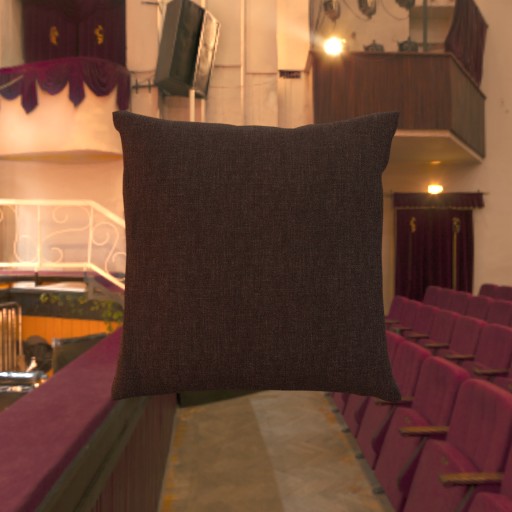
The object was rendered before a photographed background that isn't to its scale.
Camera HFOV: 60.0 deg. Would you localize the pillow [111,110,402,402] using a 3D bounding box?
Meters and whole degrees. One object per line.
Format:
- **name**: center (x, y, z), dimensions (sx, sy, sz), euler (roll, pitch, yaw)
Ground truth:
- **pillow**: center (0.000, 0.000, 0.780), dimensions (0.510, 0.510, 0.145), euler (0, 0, 0)
